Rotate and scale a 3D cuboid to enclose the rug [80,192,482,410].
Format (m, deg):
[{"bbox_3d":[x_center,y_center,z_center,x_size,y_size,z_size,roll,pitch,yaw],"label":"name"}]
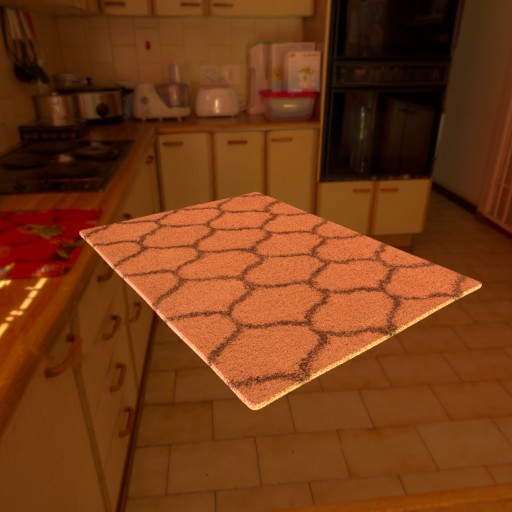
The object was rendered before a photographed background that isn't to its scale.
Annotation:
[{"bbox_3d":[0.000,0.000,2.129,1.200,0.025,1.600,-18,31,-32],"label":"rug"}]
